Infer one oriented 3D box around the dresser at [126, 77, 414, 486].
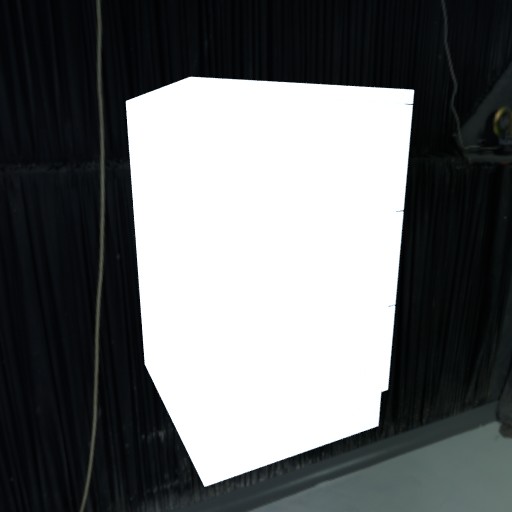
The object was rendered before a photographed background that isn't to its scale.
[{"bbox_3d":[0.000,0.000,0.824,0.360,0.560,0.400,-7,17,-25],"label":"dresser"}]
